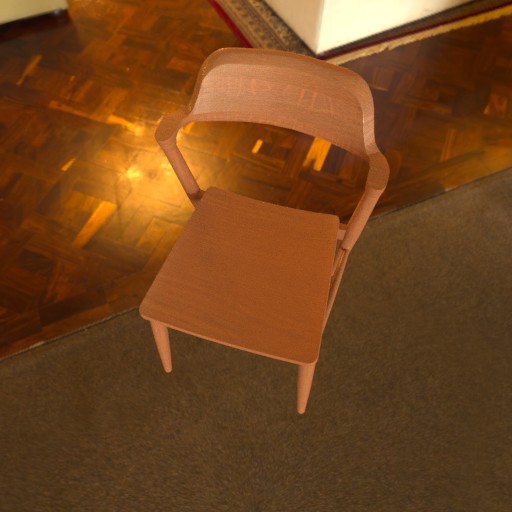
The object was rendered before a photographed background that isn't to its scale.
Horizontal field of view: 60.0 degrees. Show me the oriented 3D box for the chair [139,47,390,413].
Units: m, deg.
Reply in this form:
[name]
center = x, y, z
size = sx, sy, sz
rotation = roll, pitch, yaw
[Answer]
[chair]
center = 0.000, 0.000, 1.112
size = 0.496, 0.801, 0.499
rotation = 15, 60, 9
